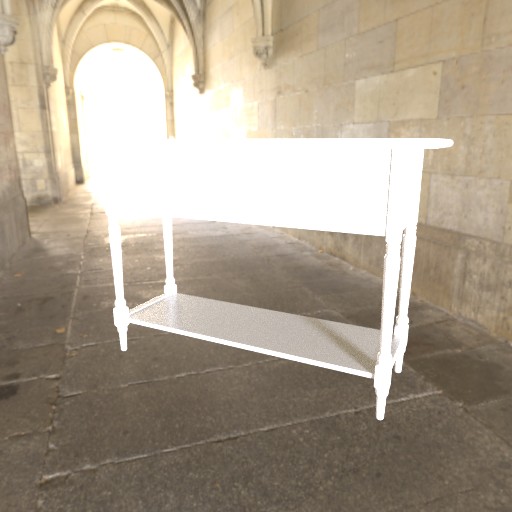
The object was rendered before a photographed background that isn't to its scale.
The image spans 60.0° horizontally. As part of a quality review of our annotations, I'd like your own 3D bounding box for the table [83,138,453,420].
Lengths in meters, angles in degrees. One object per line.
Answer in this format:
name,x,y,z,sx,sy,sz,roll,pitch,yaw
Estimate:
table,0.000,0.000,1.589,1.197,0.808,0.384,7,16,26
